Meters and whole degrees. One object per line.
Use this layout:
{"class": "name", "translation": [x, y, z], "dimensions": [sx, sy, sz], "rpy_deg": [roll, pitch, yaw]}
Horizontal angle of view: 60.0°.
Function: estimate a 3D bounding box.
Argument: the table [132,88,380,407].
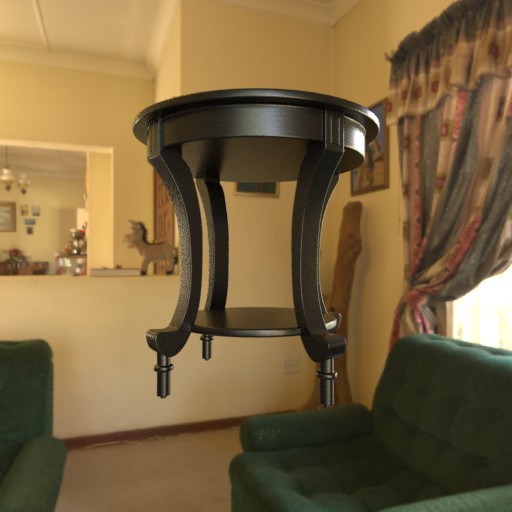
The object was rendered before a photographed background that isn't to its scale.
{"class": "table", "translation": [0.000, 0.000, 1.111], "dimensions": [0.597, 0.618, 0.597], "rpy_deg": [0, 0, 0]}
